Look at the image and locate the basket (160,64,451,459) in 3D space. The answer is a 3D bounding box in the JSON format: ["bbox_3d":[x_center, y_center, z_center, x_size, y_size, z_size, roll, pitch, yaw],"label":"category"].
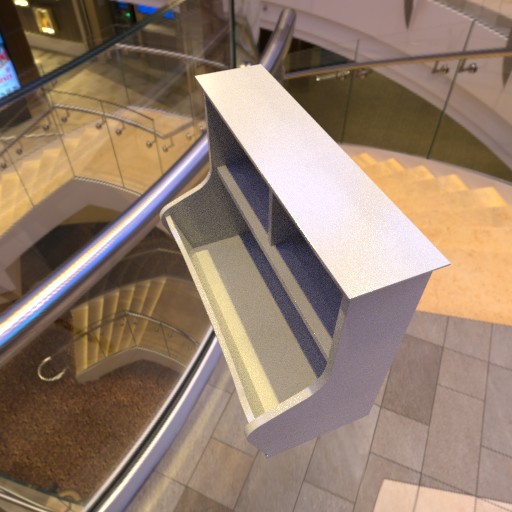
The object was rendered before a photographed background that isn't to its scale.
[{"bbox_3d":[0.000,0.000,1.124,0.350,0.600,0.780,-17,49,-15],"label":"basket"}]
